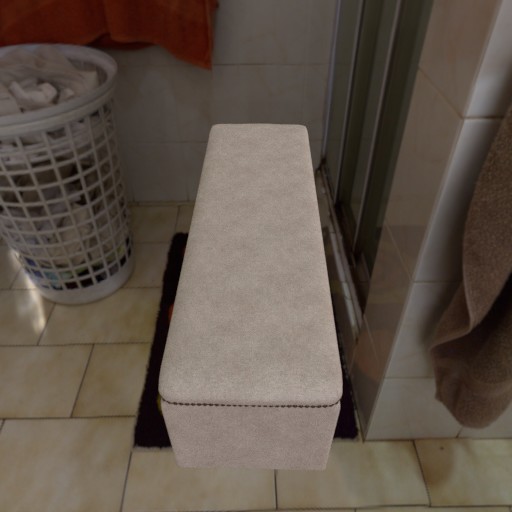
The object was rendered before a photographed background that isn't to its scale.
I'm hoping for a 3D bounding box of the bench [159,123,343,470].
[{"bbox_3d":[0.000,0.000,1.758,0.470,0.447,1.482,1,42,1],"label":"bench"}]
